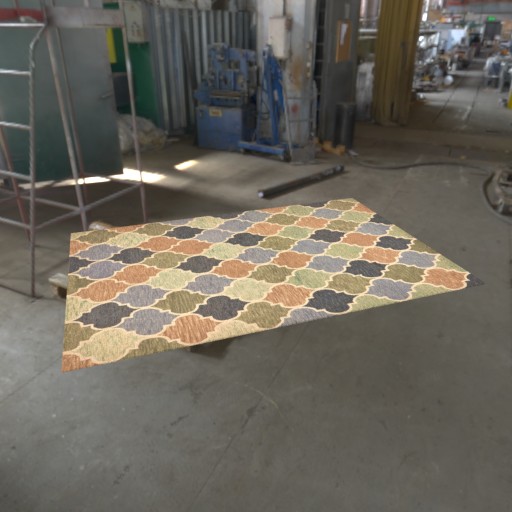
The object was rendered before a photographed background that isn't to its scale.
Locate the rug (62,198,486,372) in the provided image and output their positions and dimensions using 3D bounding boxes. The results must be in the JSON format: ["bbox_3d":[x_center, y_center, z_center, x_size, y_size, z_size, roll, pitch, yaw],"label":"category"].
[{"bbox_3d":[0.000,0.000,2.298,1.828,0.006,1.216,-9,29,-17],"label":"rug"}]
